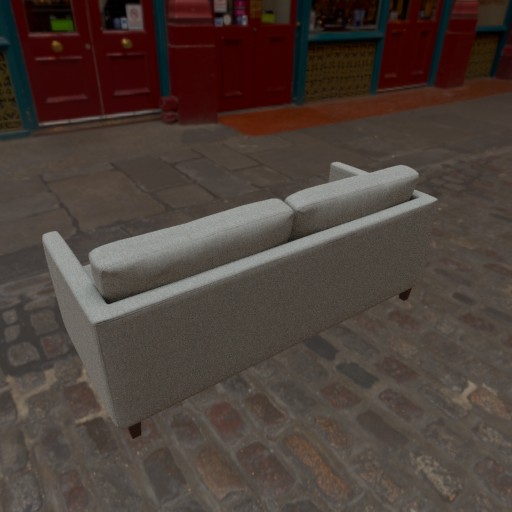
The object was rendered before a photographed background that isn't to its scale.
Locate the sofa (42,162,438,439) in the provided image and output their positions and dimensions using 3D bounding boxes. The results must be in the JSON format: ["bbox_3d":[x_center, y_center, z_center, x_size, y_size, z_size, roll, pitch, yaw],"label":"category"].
[{"bbox_3d":[0.000,0.000,2.725,2.208,0.963,0.956,-19,35,-30],"label":"sofa"}]
